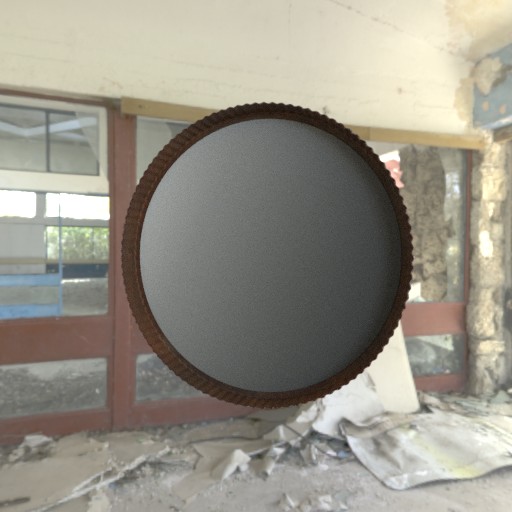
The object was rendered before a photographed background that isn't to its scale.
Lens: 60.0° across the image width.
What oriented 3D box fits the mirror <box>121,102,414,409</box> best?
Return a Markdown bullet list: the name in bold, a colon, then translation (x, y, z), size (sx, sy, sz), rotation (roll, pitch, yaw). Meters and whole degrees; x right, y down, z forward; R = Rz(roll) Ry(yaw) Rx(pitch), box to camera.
- **mirror**: translation (0.000, 0.000, 0.905), size (0.609, 0.609, 0.056), rotation (0, 1, 18)
